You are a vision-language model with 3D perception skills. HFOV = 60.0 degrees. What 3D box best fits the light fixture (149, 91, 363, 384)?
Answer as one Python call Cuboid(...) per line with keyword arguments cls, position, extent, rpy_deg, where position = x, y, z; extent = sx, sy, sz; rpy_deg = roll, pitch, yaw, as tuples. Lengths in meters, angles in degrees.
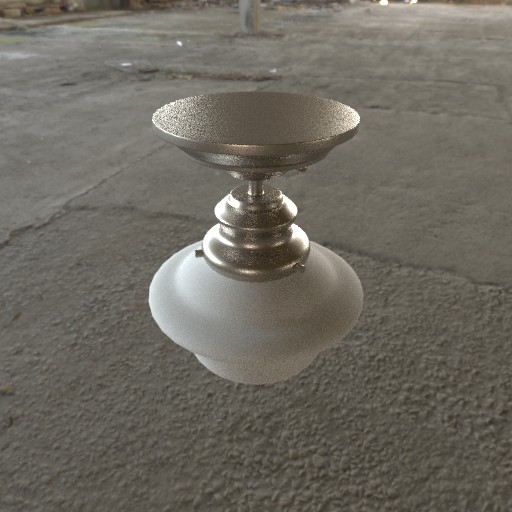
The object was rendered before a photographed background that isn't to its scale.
Cuboid(cls="light fixture", position=(0.000, 0.000, 0.400), extent=(0.199, 0.254, 0.199), rpy_deg=(0, 32, 0))
